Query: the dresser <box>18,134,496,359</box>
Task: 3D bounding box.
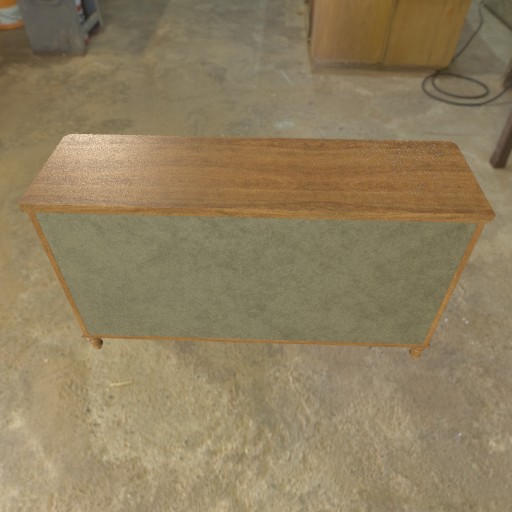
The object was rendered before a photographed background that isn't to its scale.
[{"bbox_3d":[0.000,0.000,1.945,1.583,0.892,0.468,1,45,1],"label":"dresser"}]
